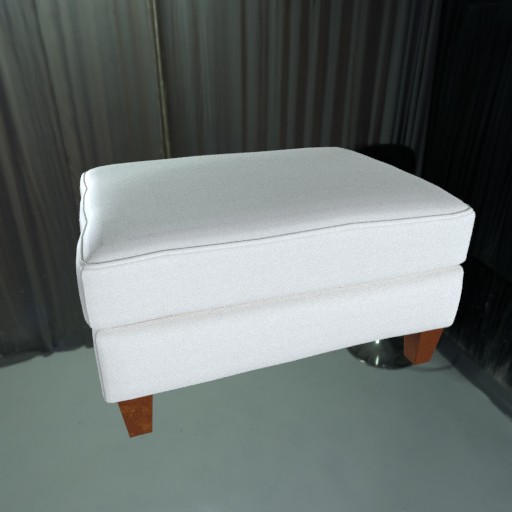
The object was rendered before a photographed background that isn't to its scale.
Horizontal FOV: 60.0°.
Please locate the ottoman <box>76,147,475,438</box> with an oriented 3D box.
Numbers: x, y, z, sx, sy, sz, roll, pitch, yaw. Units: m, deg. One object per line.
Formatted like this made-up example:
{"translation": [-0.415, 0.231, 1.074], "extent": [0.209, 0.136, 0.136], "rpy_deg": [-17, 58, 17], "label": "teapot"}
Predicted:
{"translation": [0.000, 0.000, 1.153], "extent": [0.818, 0.479, 0.634], "rpy_deg": [-9, 28, -17], "label": "ottoman"}
